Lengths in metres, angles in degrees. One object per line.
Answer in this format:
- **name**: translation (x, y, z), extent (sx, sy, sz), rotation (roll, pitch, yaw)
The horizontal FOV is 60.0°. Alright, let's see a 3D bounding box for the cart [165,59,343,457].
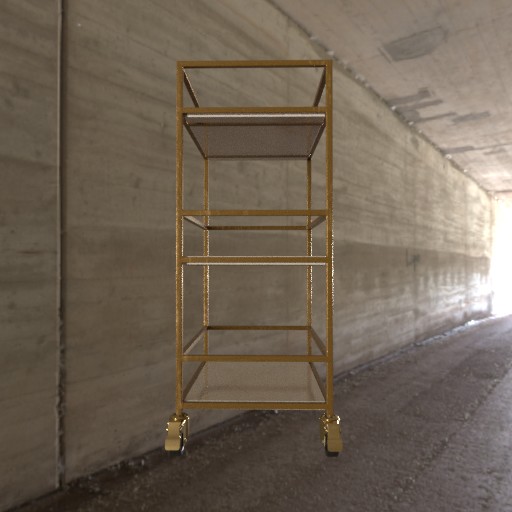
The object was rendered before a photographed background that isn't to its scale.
- **cart**: translation (0.000, 0.000, 1.039), extent (0.332, 0.761, 0.483), rotation (0, -1, 1)
